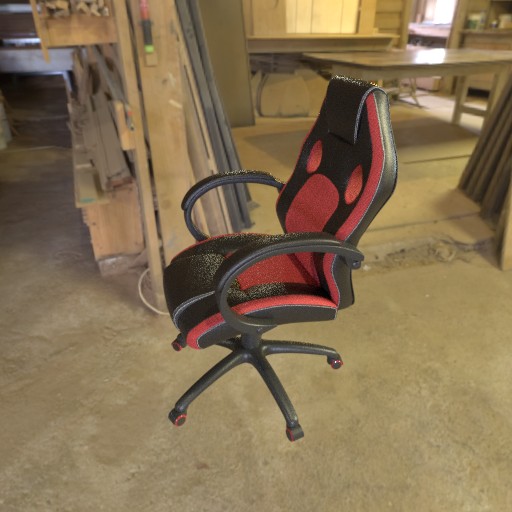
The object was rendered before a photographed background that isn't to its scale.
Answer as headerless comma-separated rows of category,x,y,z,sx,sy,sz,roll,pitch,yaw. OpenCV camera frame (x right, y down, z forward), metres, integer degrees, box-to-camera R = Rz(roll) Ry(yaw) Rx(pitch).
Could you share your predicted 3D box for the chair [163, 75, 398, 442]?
chair,0.000,0.000,1.626,0.783,1.189,0.750,-8,30,-15
